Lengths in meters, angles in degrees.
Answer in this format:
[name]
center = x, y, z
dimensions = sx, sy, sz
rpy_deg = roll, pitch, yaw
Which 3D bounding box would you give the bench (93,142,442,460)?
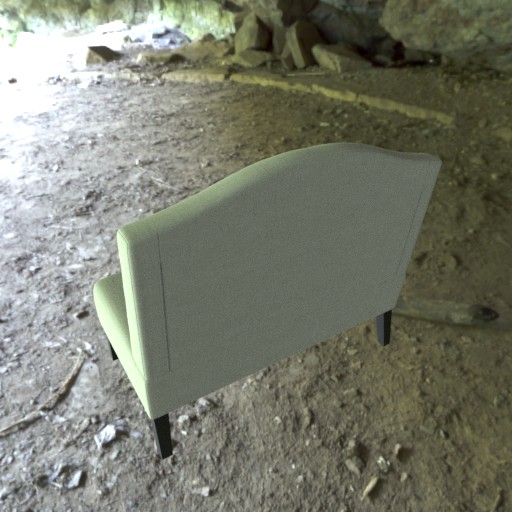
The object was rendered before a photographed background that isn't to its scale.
[bench]
center = 0.000, 0.000, 2.014
dimensions = 1.335, 1.180, 0.815
rpy_deg = -18, 35, -27
